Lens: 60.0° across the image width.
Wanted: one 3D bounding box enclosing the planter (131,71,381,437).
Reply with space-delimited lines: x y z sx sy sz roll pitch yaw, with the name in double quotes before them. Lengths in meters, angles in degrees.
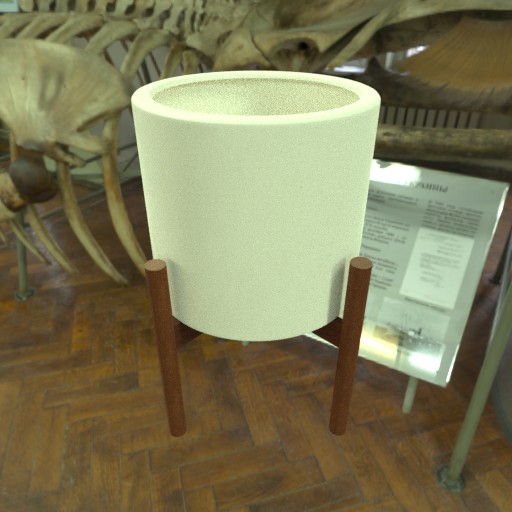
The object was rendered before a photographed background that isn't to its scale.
"planter" 0.000 0.000 0.499 0.224 0.358 0.224 0 31 -1
